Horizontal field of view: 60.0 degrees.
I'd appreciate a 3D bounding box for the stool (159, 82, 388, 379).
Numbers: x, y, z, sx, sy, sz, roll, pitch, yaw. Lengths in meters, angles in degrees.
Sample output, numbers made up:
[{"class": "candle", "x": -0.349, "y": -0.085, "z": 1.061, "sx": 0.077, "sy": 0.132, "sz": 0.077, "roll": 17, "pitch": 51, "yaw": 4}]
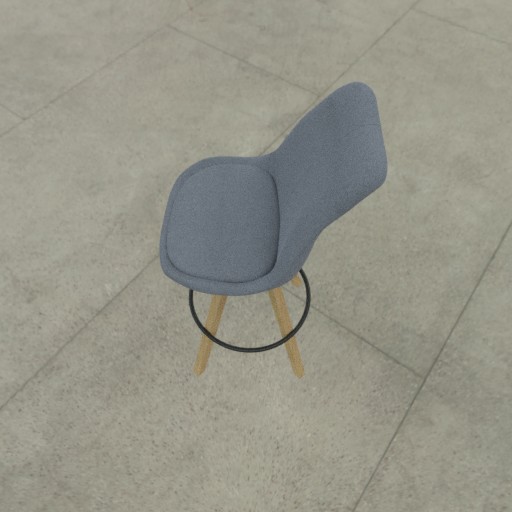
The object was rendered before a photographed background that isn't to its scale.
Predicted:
[{"class": "stool", "x": 0.000, "y": 0.000, "z": 1.423, "sx": 0.550, "sy": 1.115, "sz": 0.485, "roll": 1, "pitch": 58, "yaw": 1}]
